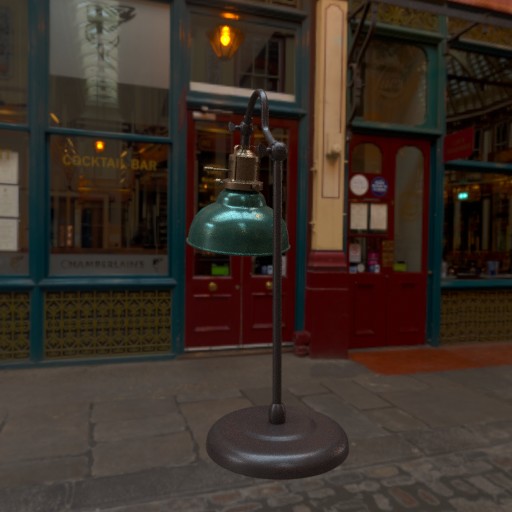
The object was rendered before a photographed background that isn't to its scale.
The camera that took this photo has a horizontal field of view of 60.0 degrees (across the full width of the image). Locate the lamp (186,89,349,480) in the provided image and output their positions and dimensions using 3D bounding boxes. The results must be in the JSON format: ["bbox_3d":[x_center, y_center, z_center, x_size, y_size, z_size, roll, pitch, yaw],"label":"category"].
[{"bbox_3d":[0.000,0.000,0.686,0.192,0.508,0.374,0,0,-18],"label":"lamp"}]
